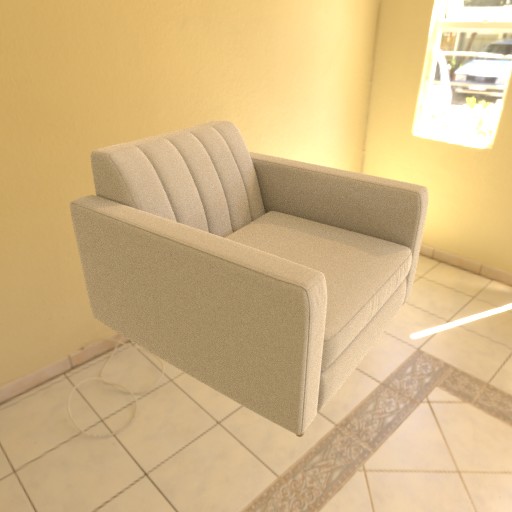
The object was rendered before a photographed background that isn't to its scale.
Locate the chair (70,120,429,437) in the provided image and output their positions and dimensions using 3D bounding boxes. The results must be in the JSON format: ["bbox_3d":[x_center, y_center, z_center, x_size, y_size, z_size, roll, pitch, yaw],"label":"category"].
[{"bbox_3d":[0.000,0.000,1.703,0.998,0.819,0.953,19,34,32],"label":"chair"}]
